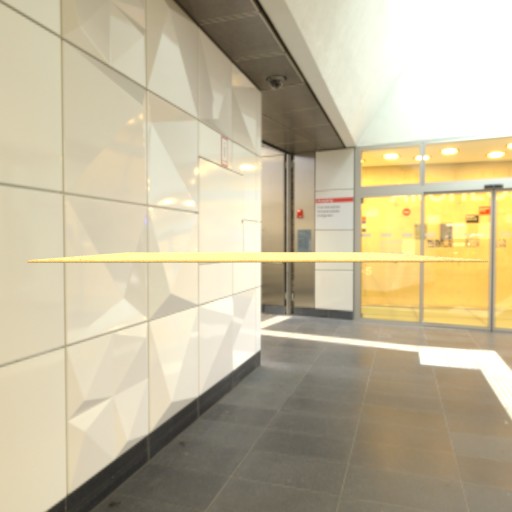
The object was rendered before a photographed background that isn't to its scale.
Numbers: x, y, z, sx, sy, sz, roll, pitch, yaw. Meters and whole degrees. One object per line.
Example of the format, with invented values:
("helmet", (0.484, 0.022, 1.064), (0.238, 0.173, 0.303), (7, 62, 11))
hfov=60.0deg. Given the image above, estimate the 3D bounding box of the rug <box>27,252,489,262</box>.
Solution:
("rug", (0.000, 0.000, 4.129), (3.046, 0.015, 2.446), (0, 2, -1))
